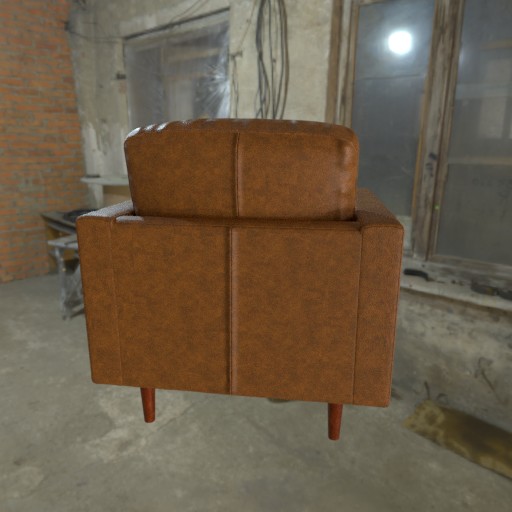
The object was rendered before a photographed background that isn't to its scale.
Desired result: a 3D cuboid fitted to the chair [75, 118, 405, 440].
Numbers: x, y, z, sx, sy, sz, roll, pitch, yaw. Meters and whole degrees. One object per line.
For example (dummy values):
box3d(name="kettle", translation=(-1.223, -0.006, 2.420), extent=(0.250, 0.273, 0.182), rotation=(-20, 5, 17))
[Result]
box3d(name="chair", translation=(0.000, 0.000, 1.653), extent=(0.890, 0.956, 0.909), rotation=(2, 15, 8))
